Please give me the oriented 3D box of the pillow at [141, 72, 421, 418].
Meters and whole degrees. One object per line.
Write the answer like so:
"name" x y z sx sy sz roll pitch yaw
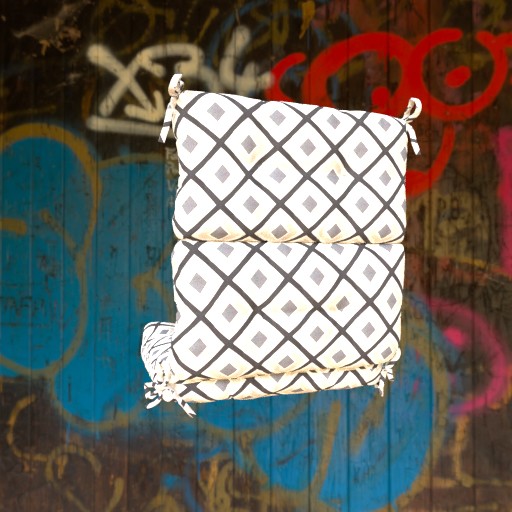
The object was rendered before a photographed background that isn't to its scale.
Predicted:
"pillow" 0.000 0.000 1.022 0.519 0.605 0.571 0 -1 -19
